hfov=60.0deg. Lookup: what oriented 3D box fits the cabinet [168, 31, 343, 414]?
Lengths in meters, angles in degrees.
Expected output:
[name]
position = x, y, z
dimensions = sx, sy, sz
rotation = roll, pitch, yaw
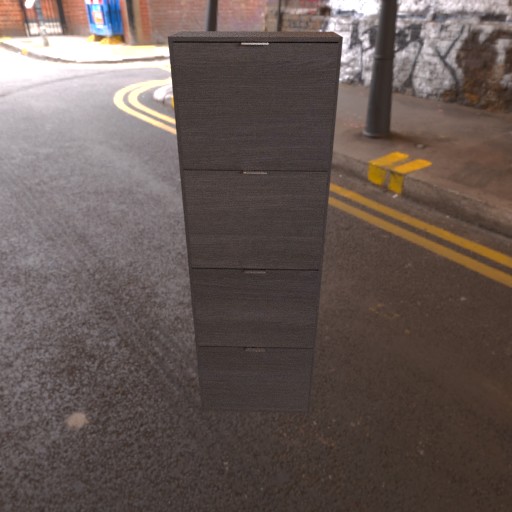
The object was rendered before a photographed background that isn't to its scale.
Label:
[cabinet]
position = 0.000, 0.000, 1.817
dimensions = 0.520, 1.630, 0.255
rotation = 1, 30, 1
